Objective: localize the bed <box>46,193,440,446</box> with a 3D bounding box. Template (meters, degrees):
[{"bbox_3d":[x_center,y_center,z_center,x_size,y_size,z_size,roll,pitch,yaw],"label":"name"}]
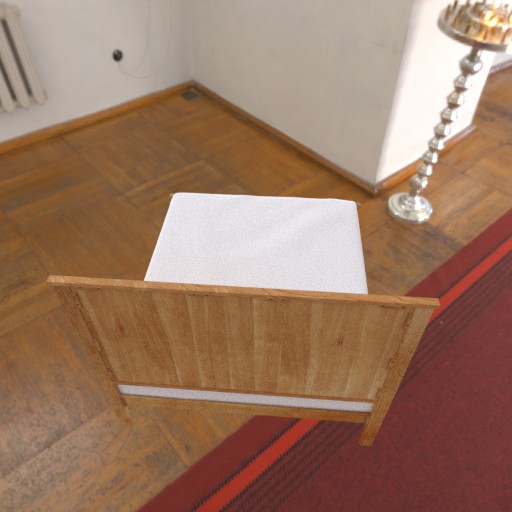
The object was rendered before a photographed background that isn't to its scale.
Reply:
[{"bbox_3d":[0.000,0.000,4.067,2.225,1.938,2.530,3,45,3],"label":"bed"}]
